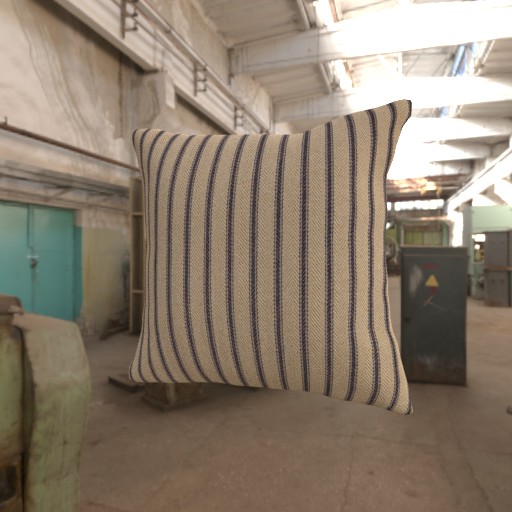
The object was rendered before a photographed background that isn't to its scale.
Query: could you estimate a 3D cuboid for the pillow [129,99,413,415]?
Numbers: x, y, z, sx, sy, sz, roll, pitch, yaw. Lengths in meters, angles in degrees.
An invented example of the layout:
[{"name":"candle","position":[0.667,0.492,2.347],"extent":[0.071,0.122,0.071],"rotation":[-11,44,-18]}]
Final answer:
[{"name":"pillow","position":[0.000,0.000,0.699],"extent":[0.468,0.444,0.138],"rotation":[0,1,19]}]
